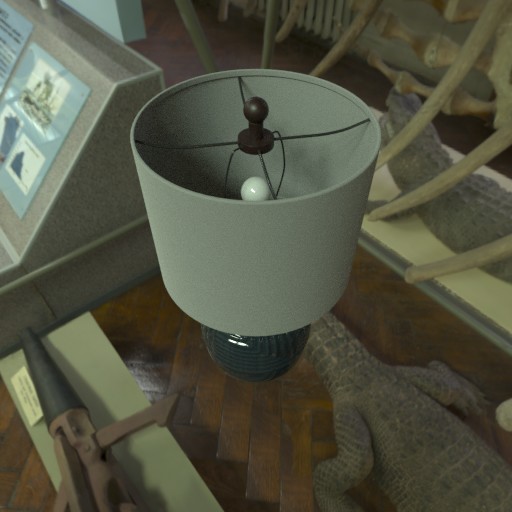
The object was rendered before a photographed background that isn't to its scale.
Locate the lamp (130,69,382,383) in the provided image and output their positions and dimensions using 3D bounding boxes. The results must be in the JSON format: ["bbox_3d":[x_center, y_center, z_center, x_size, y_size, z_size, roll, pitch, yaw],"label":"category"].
[{"bbox_3d":[0.000,0.000,0.751,0.318,0.567,0.318,0,47,0],"label":"lamp"}]
